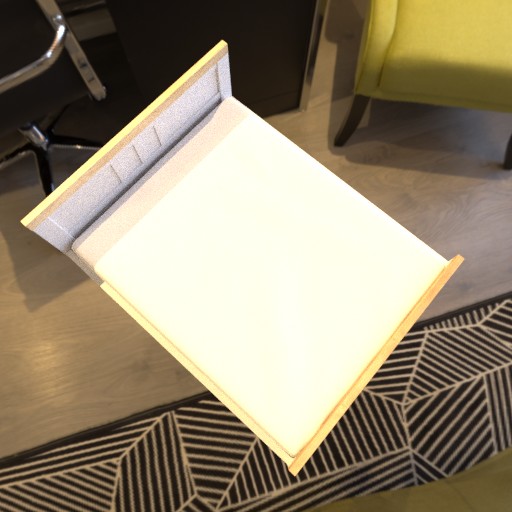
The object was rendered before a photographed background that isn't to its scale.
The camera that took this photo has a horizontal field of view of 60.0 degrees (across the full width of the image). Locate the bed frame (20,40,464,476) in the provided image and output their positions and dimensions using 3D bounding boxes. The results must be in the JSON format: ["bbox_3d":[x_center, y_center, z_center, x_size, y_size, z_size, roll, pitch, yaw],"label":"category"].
[{"bbox_3d":[0.000,0.000,2.935,2.050,0.980,1.670,40,77,11],"label":"bed frame"}]
